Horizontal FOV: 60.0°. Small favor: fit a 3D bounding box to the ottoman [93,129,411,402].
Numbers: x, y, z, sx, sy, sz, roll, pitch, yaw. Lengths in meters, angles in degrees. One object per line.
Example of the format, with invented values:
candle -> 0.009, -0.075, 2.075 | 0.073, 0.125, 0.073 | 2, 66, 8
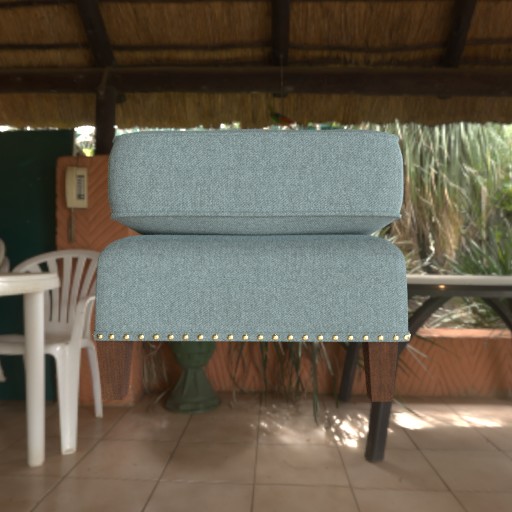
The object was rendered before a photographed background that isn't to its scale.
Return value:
ottoman -> 0.000, 0.000, 1.157 | 0.589, 0.537, 0.738 | 0, -1, 1
